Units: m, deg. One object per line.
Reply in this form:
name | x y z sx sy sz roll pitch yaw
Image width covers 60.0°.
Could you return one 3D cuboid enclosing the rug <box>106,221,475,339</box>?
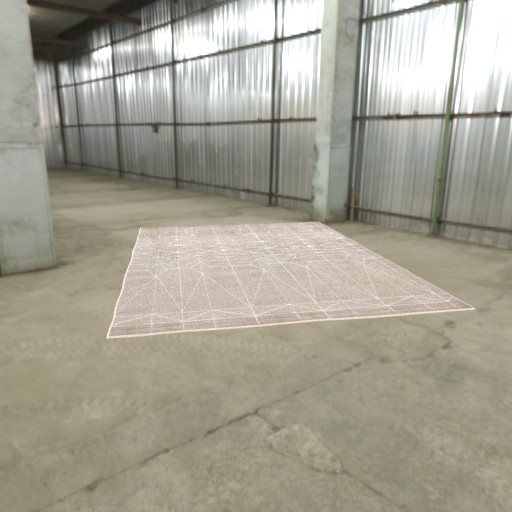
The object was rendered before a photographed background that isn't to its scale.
rug | 0.000 0.000 4.419 2.449 0.019 3.357 -3 15 -10
